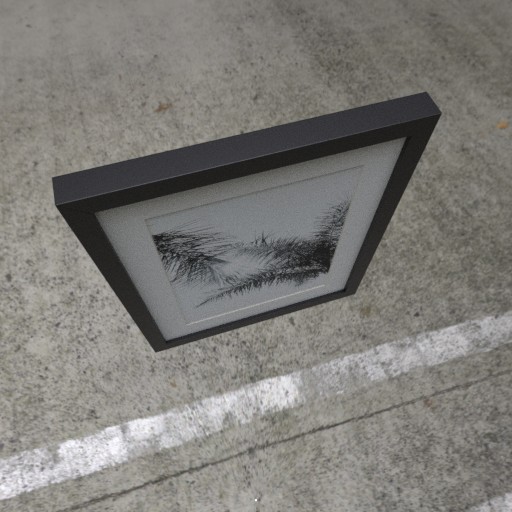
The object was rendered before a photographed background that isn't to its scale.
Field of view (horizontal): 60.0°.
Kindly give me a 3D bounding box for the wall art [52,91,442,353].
[{"bbox_3d":[0.000,0.000,0.529,0.325,0.380,0.028,-15,62,-8],"label":"wall art"}]
